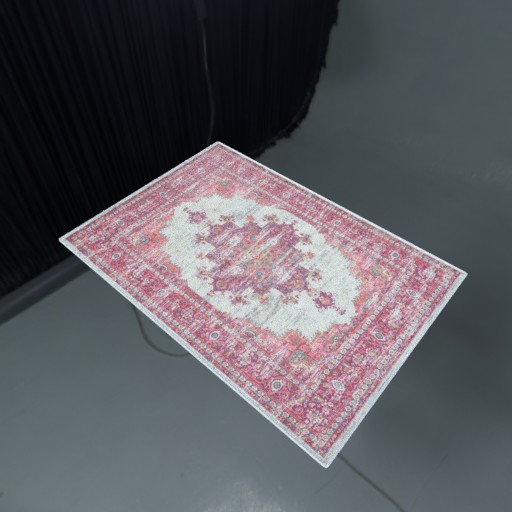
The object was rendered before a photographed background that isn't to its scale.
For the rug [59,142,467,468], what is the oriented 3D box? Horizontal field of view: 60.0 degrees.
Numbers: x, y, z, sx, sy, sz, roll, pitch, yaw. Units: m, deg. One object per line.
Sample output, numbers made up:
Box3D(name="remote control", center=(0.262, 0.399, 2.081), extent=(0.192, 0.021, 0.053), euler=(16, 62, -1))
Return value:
Box3D(name="rug", center=(0.000, 0.000, 2.291), extent=(1.747, 0.011, 1.217), euler=(33, 56, 26))
